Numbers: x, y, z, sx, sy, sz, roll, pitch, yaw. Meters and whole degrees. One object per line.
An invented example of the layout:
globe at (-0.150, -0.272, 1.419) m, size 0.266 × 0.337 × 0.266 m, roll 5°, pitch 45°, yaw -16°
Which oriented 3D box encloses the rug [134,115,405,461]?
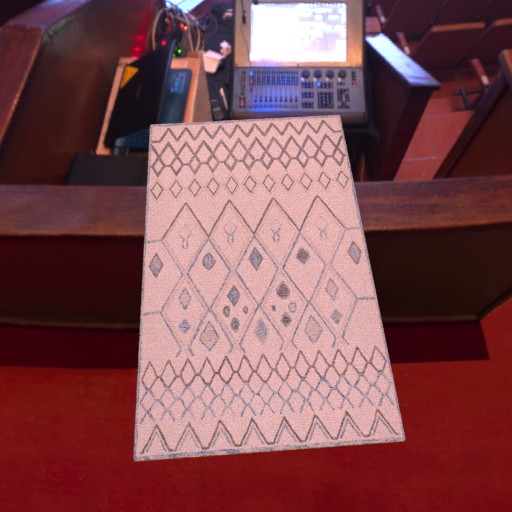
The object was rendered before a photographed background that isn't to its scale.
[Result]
rug at (0.000, 0.000, 3.013) m, size 1.524 × 0.015 × 2.439 m, roll -3°, pitch 64°, yaw -2°
